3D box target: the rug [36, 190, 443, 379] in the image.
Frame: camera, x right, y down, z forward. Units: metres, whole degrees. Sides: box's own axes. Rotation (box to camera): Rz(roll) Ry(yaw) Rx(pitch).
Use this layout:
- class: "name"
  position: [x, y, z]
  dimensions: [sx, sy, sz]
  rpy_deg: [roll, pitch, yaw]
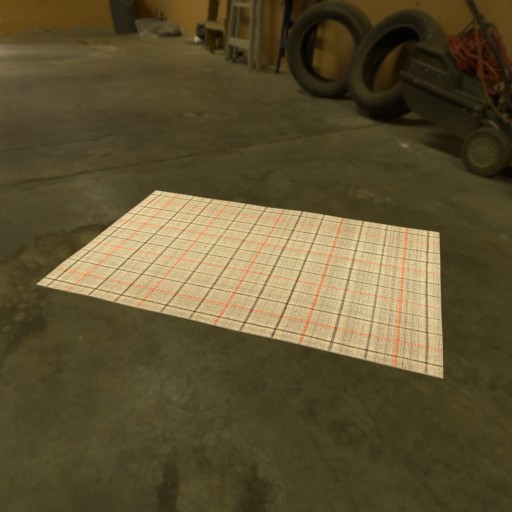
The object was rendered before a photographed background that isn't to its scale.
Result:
- class: "rug"
  position: [0.000, 0.000, 3.100]
  dimensions: [2.439, 0.015, 1.524]
  rpy_deg: [10, 34, 16]
